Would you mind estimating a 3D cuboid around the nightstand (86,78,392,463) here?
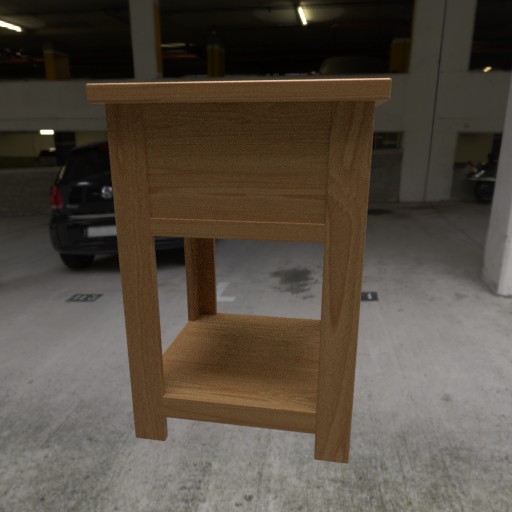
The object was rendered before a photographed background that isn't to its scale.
[{"bbox_3d":[0.000,0.000,0.885,0.428,0.614,0.418,3,16,10],"label":"nightstand"}]
